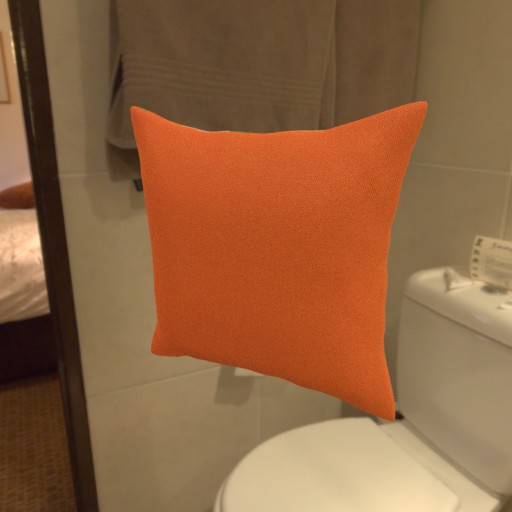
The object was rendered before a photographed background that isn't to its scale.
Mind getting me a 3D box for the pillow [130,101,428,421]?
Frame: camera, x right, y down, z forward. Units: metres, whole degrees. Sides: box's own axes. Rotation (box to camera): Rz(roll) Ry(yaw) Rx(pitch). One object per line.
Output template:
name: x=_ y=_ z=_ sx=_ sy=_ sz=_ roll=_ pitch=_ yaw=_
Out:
pillow: x=0.000 y=0.000 z=0.682 sx=0.453 sy=0.444 sz=0.169 roll=8 pitch=18 yaw=26
